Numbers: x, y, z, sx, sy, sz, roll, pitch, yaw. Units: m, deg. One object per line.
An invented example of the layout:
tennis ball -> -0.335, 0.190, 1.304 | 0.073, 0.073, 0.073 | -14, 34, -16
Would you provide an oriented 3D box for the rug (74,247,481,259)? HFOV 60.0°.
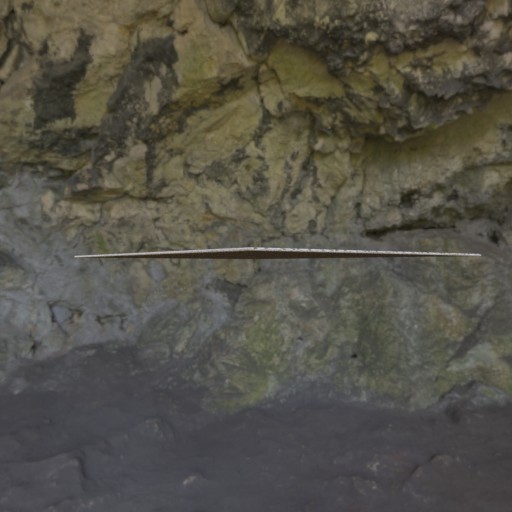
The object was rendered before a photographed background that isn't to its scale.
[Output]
rug -> 0.000, 0.000, 4.174 | 2.441, 0.017, 3.050 | 1, -1, -38
